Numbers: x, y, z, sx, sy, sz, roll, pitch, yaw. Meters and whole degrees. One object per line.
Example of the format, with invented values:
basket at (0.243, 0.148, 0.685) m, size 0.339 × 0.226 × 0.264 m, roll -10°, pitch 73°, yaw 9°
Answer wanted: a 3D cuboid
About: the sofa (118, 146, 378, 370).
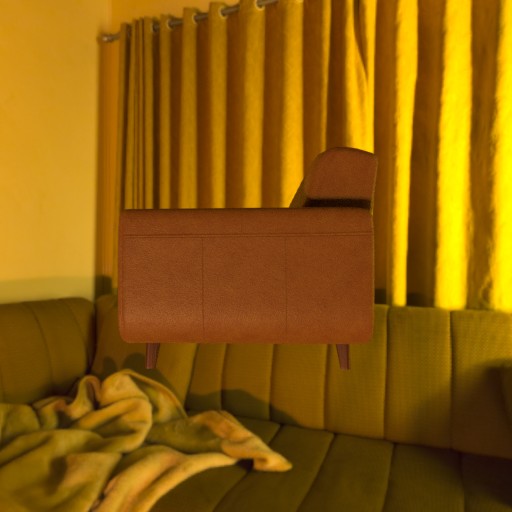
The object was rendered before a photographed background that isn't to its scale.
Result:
sofa at (0.000, 0.000, 2.646) m, size 0.980 × 0.892 × 2.137 m, roll 0°, pitch 0°, yaw 1°
